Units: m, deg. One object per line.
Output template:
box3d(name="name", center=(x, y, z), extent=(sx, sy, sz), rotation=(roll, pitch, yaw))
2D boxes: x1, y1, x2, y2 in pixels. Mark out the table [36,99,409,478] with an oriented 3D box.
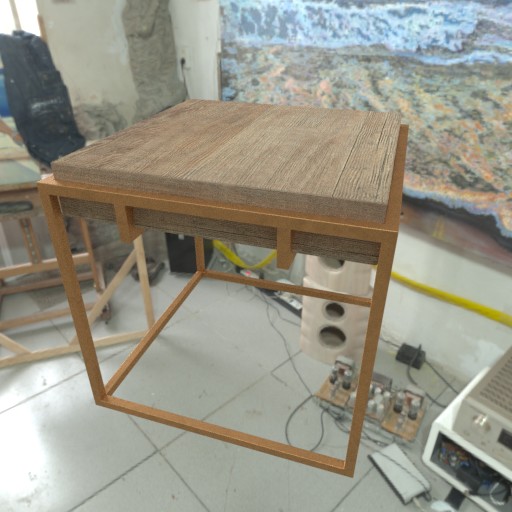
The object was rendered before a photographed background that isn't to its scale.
box3d(name="table", center=(0.000, 0.000, 1.059), extent=(0.599, 0.584, 0.599), rotation=(9, 32, 15))
